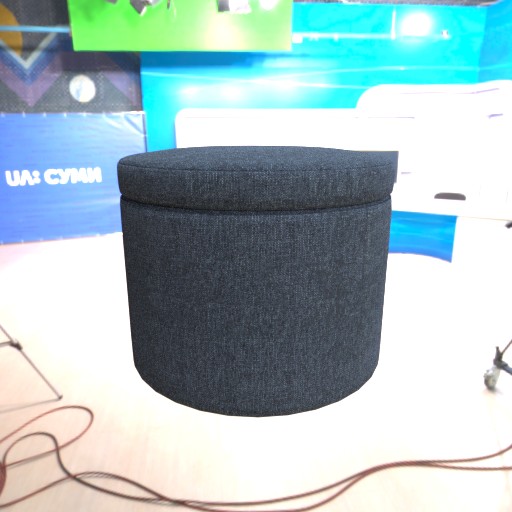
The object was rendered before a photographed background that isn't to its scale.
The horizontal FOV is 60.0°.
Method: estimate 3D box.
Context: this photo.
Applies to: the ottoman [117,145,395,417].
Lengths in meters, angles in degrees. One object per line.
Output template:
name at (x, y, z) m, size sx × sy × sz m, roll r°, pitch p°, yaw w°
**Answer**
ottoman at (0.000, 0.000, 0.876) m, size 0.500 × 0.419 × 0.500 m, roll 0°, pitch 16°, yaw 0°
